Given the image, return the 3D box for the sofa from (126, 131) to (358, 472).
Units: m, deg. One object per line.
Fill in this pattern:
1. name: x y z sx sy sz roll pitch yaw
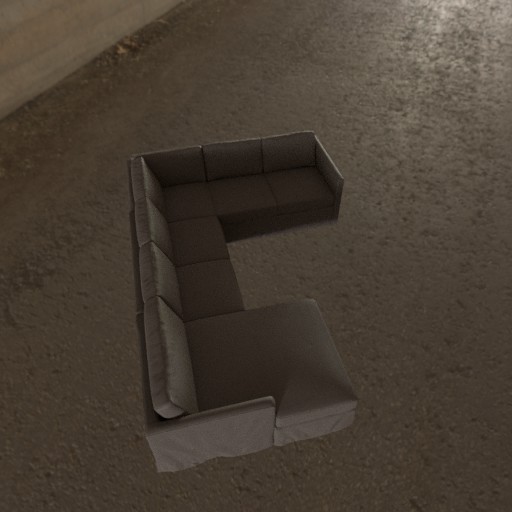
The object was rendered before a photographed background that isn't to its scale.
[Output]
1. sofa: 0.000 0.000 4.560 2.476 0.878 3.528 -10 46 -10
